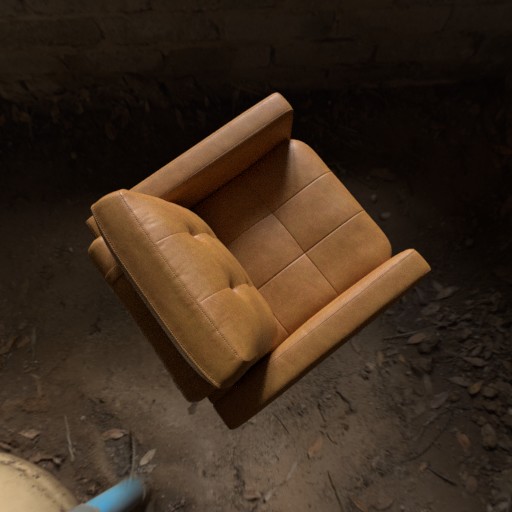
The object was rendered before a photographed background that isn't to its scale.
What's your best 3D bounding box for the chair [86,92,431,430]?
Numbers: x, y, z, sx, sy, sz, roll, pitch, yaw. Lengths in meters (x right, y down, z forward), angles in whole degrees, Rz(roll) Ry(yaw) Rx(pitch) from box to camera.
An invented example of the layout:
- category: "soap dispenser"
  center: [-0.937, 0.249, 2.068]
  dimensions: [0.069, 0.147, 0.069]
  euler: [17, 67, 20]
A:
- category: "chair"
  center: [0.000, 0.000, 1.542]
  dimensions: [0.868, 0.896, 0.831]
  euler: [-36, 79, -8]
